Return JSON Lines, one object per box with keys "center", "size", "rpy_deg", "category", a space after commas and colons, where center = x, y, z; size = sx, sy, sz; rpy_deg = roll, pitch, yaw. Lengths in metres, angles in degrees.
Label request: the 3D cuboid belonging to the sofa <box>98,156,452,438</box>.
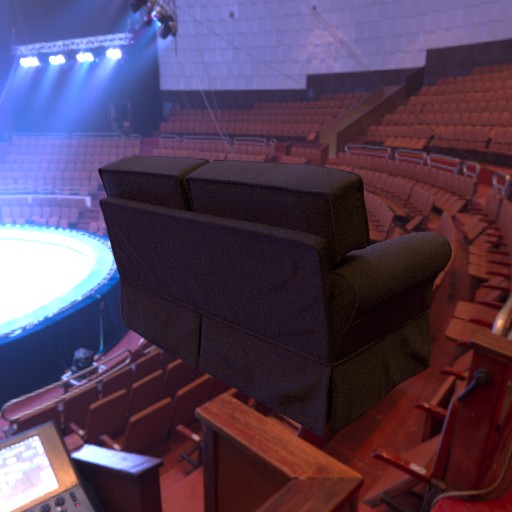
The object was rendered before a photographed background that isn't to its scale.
{"center": [0.000, 0.000, 2.423], "size": [1.801, 1.059, 0.997], "rpy_deg": [14, 21, 42], "category": "sofa"}
